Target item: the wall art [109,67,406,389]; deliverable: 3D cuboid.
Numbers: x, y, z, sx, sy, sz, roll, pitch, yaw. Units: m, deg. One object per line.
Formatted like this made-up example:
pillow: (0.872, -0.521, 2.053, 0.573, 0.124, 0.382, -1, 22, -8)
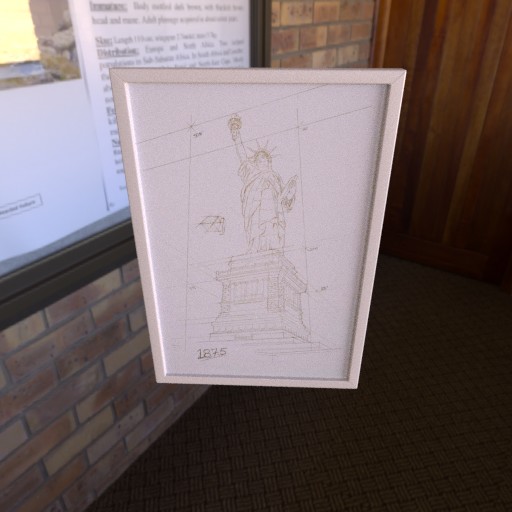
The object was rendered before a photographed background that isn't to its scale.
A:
wall art: (0.000, 0.000, 1.507, 0.808, 1.183, 0.038, 1, 30, 2)
